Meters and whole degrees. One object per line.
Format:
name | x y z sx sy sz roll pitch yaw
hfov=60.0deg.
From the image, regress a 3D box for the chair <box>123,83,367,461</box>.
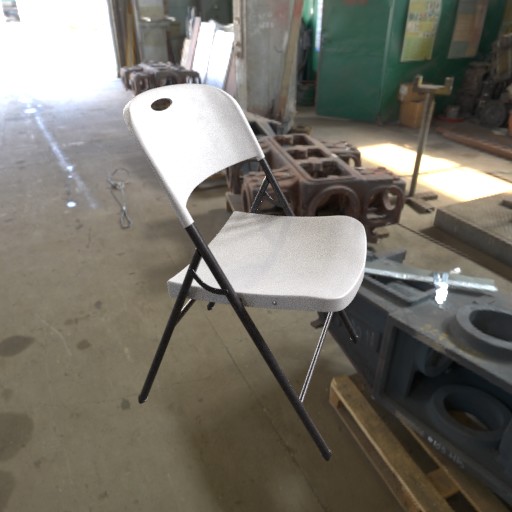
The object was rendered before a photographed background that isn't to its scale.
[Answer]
chair | 0.000 0.000 1.181 0.566 0.810 0.494 10 32 17
